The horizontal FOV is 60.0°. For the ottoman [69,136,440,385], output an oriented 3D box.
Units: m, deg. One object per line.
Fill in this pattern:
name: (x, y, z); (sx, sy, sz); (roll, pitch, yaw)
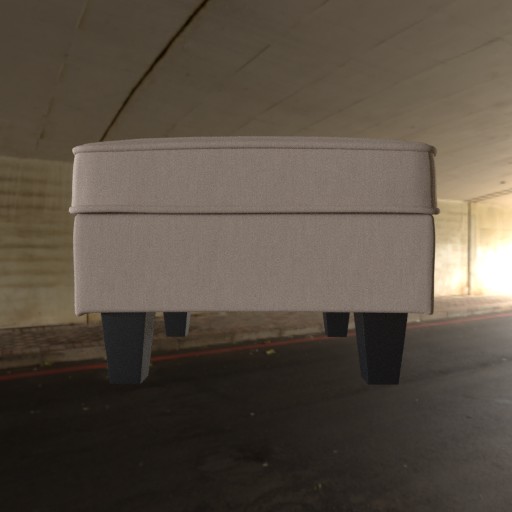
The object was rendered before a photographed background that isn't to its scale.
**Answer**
ottoman: (0.000, 0.000, 1.004); (0.616, 0.438, 0.613); (0, 0, 1)
